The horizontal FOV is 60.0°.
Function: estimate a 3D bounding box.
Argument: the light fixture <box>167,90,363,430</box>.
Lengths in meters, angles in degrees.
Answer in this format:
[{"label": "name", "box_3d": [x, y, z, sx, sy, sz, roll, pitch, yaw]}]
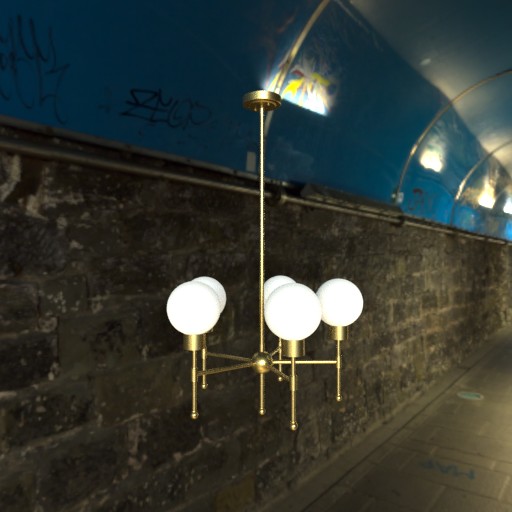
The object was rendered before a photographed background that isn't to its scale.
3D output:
[{"label": "light fixture", "box_3d": [0.000, 0.000, 1.844, 0.785, 1.331, 0.815, 0, 0, -37]}]
